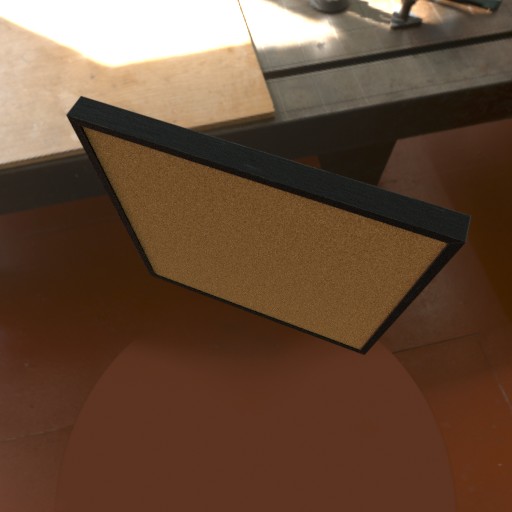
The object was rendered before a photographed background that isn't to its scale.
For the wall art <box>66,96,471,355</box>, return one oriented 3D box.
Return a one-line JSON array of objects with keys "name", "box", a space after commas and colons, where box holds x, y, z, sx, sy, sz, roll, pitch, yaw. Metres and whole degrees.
[{"name": "wall art", "box": [0.000, 0.000, 0.758, 0.506, 0.506, 0.036, 19, 65, 9]}]
